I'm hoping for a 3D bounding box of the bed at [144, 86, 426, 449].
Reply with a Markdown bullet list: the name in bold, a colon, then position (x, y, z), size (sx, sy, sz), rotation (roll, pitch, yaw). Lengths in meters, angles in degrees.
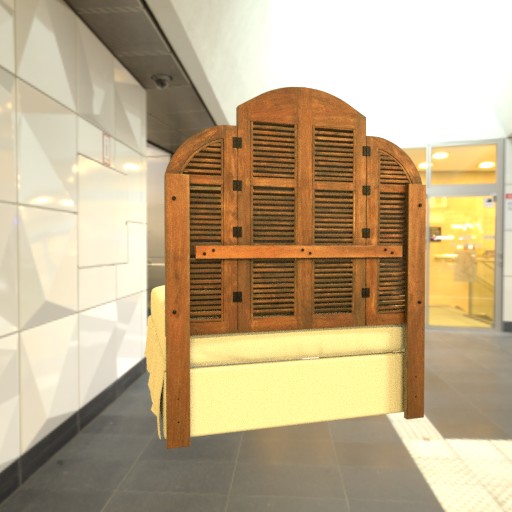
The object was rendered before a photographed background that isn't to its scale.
- **bed**: position (0.000, 0.000, 3.592), size (1.713, 2.019, 2.138), rotation (0, 1, -16)
